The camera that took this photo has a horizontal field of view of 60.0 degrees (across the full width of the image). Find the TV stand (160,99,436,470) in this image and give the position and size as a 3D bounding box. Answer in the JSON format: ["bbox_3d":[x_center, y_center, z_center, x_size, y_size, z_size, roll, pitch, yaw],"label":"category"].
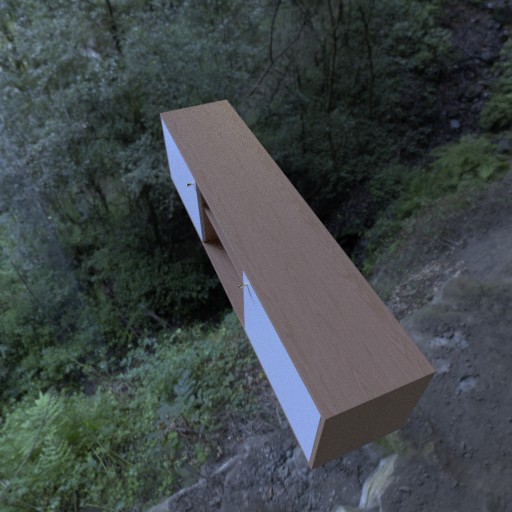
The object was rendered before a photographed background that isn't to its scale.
[{"bbox_3d":[0.000,0.000,2.006,0.400,0.580,1.760,-17,49,-15],"label":"TV stand"}]
